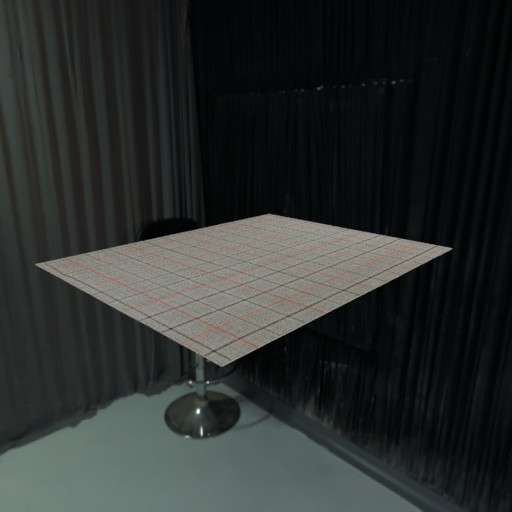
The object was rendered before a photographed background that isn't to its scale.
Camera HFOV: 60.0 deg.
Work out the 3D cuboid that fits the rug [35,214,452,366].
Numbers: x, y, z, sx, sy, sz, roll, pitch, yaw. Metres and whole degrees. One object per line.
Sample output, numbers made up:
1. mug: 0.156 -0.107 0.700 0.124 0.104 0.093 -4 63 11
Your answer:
1. rug: 0.000 0.000 4.127 2.444 0.012 3.048 16 23 42
